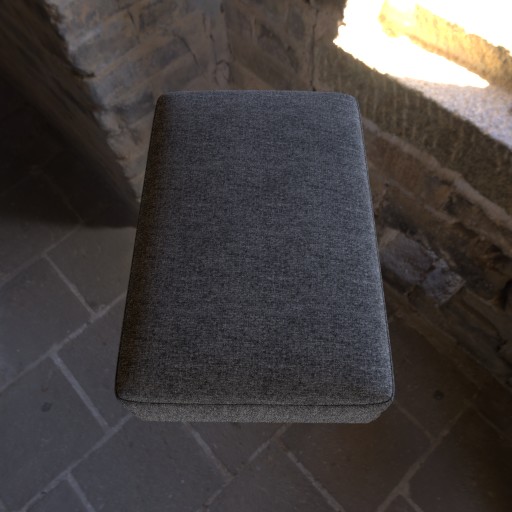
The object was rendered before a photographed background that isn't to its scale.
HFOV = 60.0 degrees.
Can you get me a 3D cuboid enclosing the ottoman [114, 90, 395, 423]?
[{"bbox_3d":[0.000,0.000,1.215,0.584,0.483,0.864,0,63,0],"label":"ottoman"}]
